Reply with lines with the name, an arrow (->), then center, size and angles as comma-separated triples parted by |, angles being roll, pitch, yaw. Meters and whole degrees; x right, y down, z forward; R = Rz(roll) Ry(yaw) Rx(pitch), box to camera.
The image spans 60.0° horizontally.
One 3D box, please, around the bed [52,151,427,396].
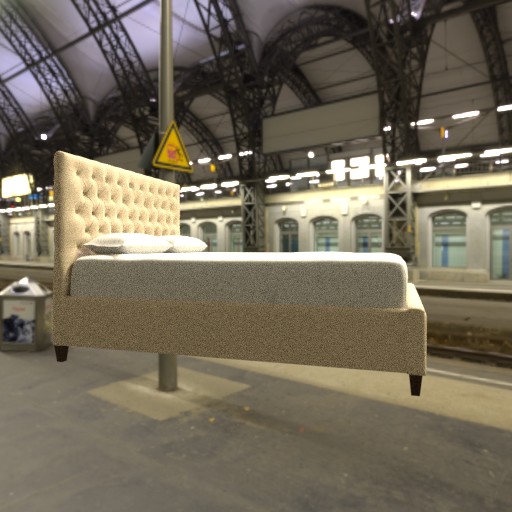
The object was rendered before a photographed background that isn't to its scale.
bed -> 0.000, 0.000, 3.432 | 2.387, 1.427, 1.698 | 0, 1, 18
